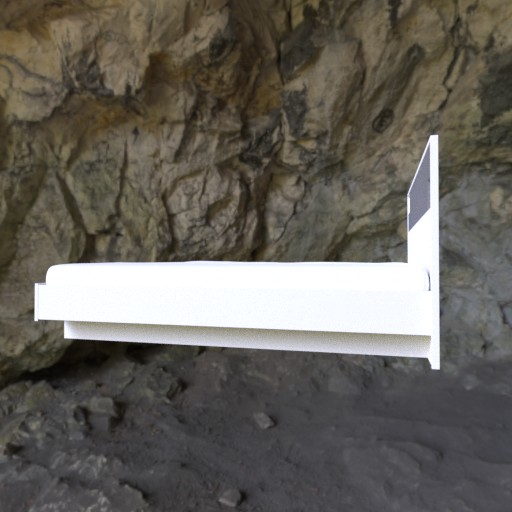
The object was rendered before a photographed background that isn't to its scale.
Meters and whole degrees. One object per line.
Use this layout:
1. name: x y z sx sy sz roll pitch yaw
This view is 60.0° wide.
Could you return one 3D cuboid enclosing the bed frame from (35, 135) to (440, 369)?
1. bed frame: 0.000 0.000 2.996 2.100 1.001 1.711 0 -1 16
